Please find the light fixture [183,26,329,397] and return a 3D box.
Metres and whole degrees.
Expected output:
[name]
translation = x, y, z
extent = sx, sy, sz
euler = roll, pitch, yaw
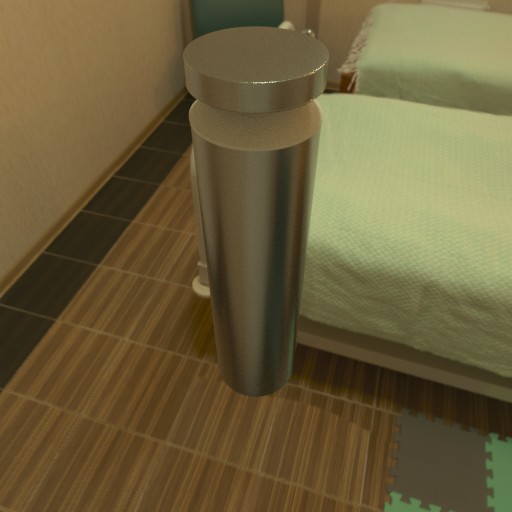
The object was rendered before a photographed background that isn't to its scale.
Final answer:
[light fixture]
translation = 0.000, 0.000, 0.447
extent = 0.102, 0.400, 0.102
euler = -9, 46, -8
